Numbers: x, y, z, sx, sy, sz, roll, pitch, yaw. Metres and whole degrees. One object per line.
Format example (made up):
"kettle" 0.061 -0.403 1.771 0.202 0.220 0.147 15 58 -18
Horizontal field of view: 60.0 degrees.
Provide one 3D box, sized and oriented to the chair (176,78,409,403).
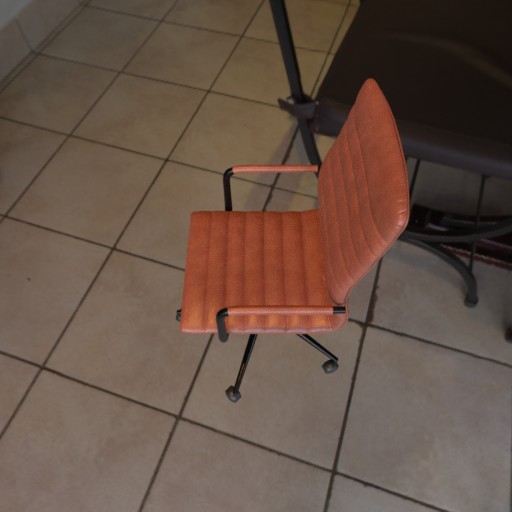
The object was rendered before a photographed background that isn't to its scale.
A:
"chair" 0.000 0.000 1.251 0.578 0.878 0.600 0 57 0
